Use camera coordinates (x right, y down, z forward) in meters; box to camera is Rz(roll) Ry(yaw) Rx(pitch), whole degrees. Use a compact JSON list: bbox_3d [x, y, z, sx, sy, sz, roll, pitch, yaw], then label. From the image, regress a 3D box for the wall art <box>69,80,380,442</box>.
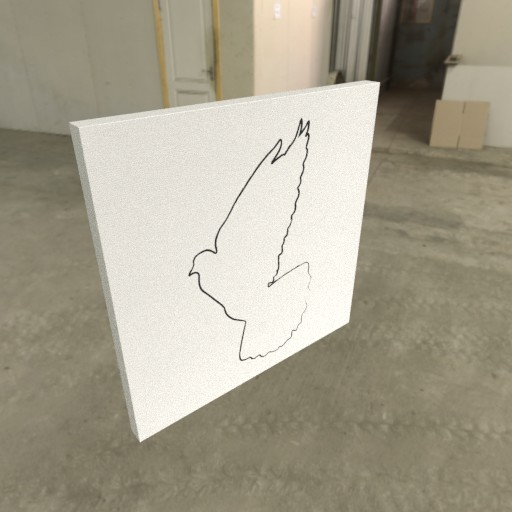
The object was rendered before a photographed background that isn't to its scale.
[{"bbox_3d":[0.000,0.000,0.896,0.610,0.610,0.038,-21,36,-33],"label":"wall art"}]
